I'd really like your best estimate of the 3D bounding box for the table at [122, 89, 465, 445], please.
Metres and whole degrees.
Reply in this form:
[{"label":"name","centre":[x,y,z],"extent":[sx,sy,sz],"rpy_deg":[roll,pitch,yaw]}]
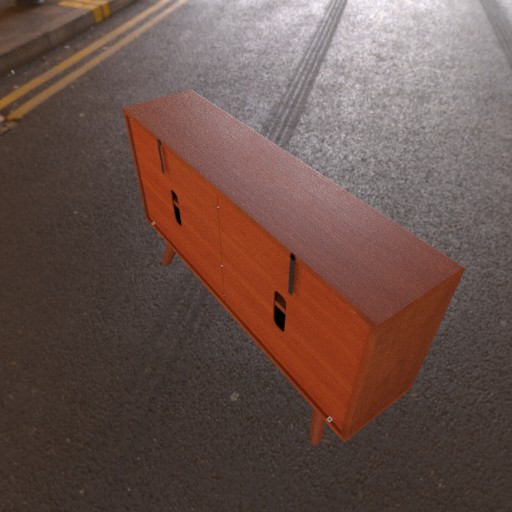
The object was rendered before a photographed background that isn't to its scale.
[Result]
[{"label":"table","centre":[0.000,0.000,1.527],"extent":[0.308,0.698,1.220],"rpy_deg":[-26,49,-26]}]
